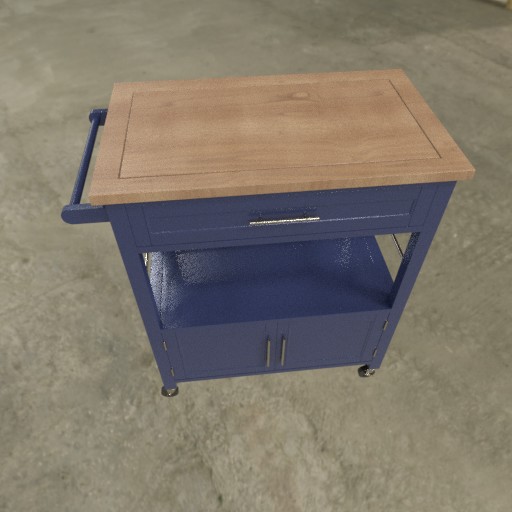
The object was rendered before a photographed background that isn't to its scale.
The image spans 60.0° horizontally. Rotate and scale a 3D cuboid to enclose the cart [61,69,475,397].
[{"bbox_3d":[0.000,0.000,1.344,0.840,0.901,0.459,-5,47,-4],"label":"cart"}]
